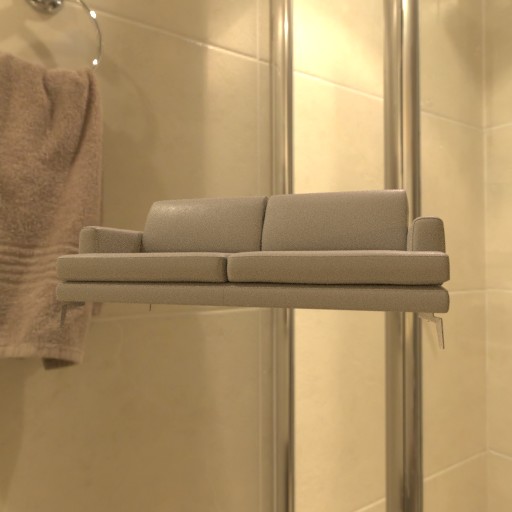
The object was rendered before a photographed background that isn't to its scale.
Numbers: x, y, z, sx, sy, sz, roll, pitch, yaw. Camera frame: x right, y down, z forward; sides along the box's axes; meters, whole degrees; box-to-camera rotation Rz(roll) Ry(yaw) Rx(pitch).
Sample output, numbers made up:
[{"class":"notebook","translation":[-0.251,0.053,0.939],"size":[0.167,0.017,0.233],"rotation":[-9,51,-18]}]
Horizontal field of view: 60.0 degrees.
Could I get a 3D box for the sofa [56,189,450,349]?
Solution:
[{"class":"sofa","translation":[0.000,0.000,2.504],"size":[1.940,0.765,0.974],"rotation":[0,-1,18]}]
